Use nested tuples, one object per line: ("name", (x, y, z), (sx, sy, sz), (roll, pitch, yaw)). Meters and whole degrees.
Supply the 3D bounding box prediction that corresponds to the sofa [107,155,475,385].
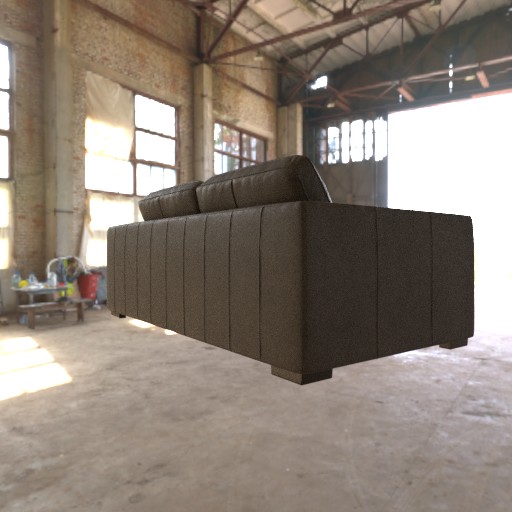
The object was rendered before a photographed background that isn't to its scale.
("sofa", (0.000, 0.000, 2.434), (1.070, 0.800, 1.920), (-1, 1, -36))
